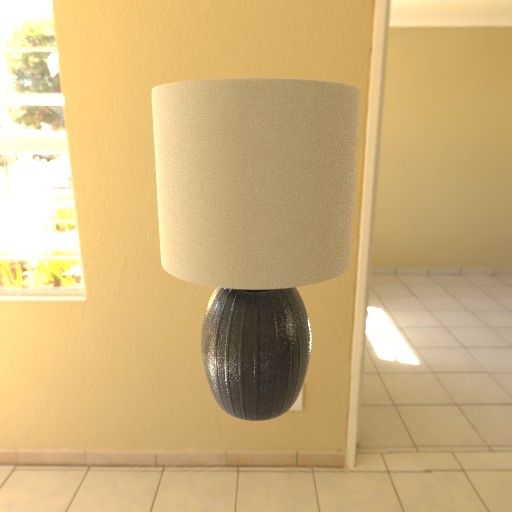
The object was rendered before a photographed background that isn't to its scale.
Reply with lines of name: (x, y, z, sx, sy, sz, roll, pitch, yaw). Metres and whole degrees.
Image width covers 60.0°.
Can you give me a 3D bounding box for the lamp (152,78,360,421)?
lamp: (0.000, 0.000, 0.783, 0.329, 0.570, 0.329, -2, 15, -9)
